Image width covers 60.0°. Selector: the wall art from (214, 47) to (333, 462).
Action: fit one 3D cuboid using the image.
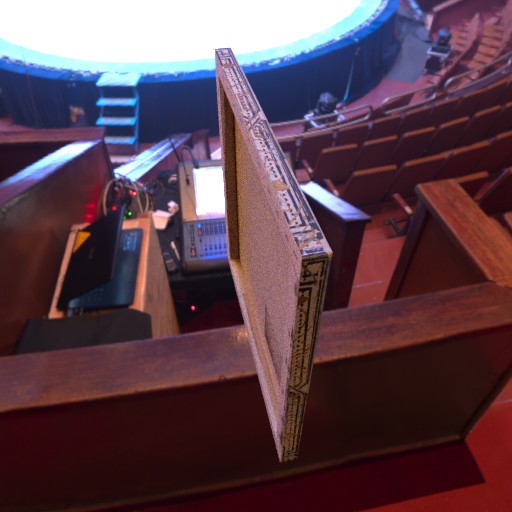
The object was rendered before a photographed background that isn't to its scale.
[{"bbox_3d":[0.000,0.000,0.909,0.036,0.607,0.609,-9,46,-9],"label":"wall art"}]
